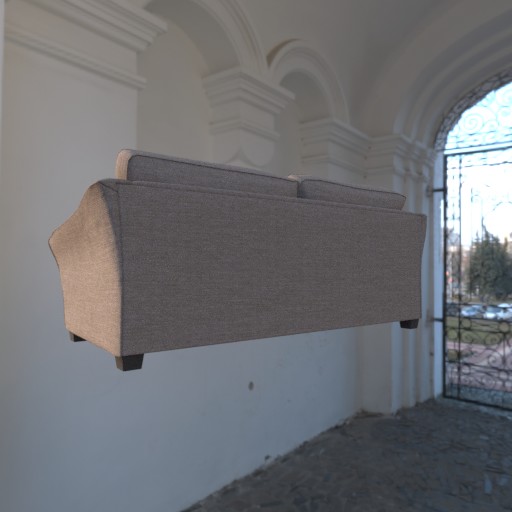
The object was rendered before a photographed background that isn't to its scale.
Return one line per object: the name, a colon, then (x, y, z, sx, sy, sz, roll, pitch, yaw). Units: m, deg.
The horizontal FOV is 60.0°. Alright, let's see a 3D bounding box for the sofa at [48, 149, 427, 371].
sofa: (0.000, 0.000, 2.765, 2.270, 0.965, 0.980, 1, -1, -36)
